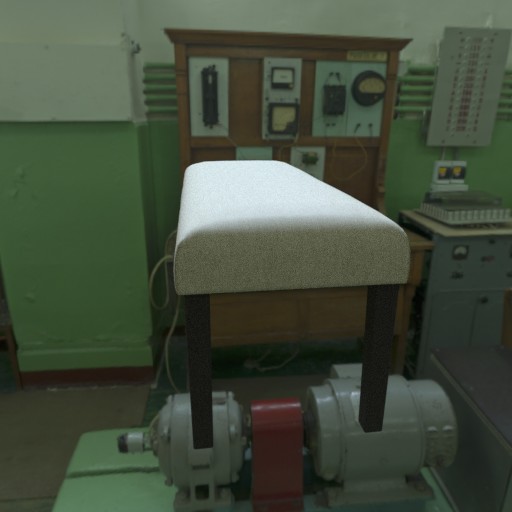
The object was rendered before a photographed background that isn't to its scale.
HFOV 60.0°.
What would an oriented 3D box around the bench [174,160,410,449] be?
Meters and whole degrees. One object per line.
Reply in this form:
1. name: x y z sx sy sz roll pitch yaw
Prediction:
1. bench: 0.000 0.000 1.260 0.407 0.456 1.013 -2 18 -7
